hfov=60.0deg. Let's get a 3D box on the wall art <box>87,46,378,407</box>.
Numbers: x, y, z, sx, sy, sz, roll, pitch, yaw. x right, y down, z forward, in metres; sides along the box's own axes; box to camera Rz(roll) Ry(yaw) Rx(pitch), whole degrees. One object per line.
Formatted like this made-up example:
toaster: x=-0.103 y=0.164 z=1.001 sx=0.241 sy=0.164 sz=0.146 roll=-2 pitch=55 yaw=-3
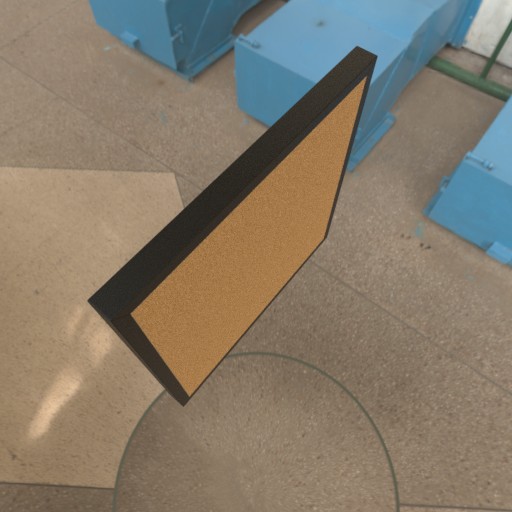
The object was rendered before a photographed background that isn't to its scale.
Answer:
wall art: x=0.000 y=0.000 z=0.764 sx=0.036 sy=0.508 sz=0.508 roll=35 pitch=67 yaw=17
